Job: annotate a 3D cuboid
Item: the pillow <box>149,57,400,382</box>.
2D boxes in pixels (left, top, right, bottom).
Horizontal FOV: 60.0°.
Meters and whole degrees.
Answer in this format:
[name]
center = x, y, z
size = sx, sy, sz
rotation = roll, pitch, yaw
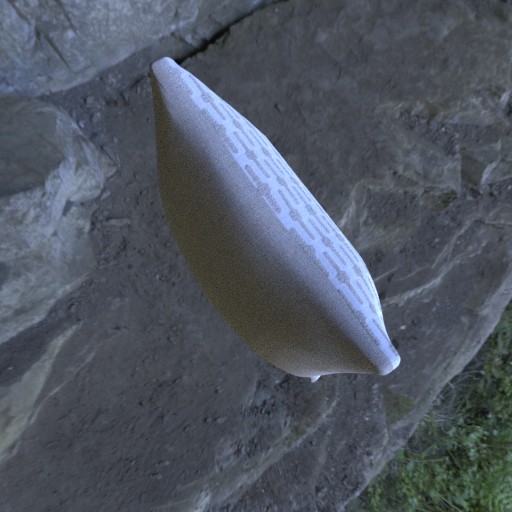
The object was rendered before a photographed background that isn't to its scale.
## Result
[pillow]
center = 0.000, 0.000, 0.773
size = 0.219, 0.491, 0.496
rotation = -34, 78, -9
